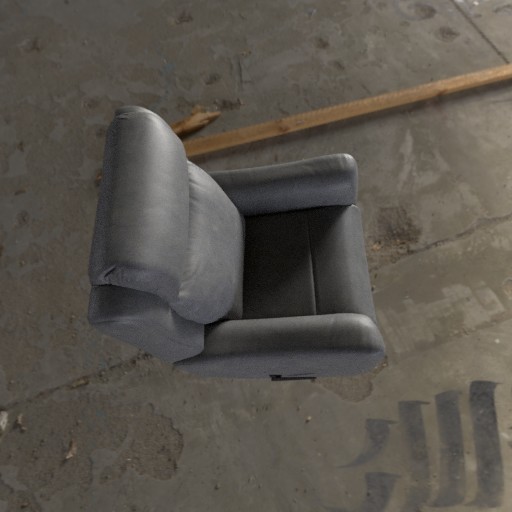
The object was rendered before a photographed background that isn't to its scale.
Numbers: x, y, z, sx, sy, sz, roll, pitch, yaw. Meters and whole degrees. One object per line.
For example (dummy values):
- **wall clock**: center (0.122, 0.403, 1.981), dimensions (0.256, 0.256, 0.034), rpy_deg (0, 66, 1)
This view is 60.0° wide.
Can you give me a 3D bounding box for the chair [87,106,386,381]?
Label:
- **chair**: center (0.000, 0.000, 1.910), dimensions (1.068, 1.116, 0.967), rpy_deg (-1, 65, -1)
